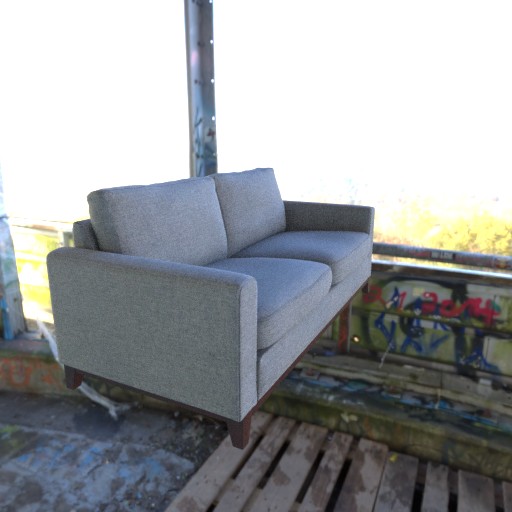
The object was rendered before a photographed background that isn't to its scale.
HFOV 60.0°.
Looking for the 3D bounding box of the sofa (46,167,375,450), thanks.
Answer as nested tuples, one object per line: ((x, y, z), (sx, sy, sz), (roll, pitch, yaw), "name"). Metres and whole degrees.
((0.000, 0.000, 2.507), (0.969, 0.892, 1.978), (7, 17, 26), "sofa")
